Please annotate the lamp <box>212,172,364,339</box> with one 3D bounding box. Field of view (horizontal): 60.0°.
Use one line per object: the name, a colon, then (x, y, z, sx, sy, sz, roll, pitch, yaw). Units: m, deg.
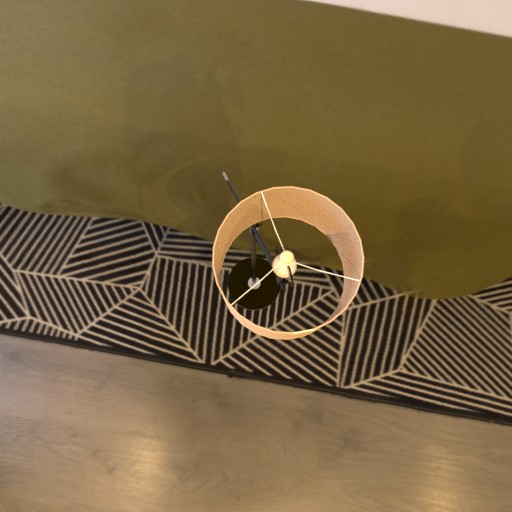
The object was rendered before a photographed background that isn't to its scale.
lamp: (0.000, 0.000, 1.925, 0.373, 1.635, 0.809, -21, 77, -5)
